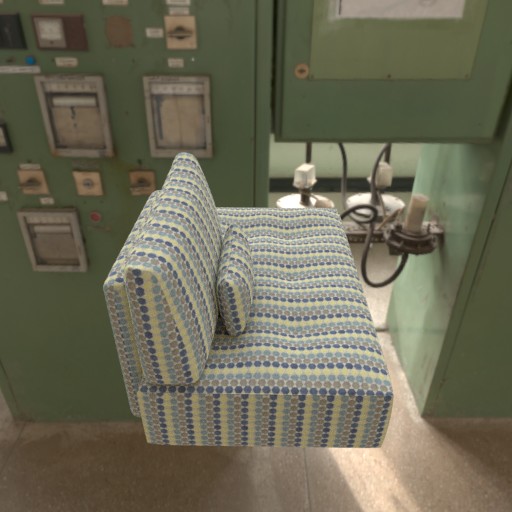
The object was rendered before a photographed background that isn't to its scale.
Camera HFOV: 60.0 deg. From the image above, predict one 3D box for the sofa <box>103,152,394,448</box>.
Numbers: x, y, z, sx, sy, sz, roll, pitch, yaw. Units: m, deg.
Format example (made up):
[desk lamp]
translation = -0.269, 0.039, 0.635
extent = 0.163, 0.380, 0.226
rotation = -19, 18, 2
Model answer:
[sofa]
translation = 0.000, 0.000, 2.053
extent = 1.000, 0.820, 1.450
rotation = 1, 32, 1
